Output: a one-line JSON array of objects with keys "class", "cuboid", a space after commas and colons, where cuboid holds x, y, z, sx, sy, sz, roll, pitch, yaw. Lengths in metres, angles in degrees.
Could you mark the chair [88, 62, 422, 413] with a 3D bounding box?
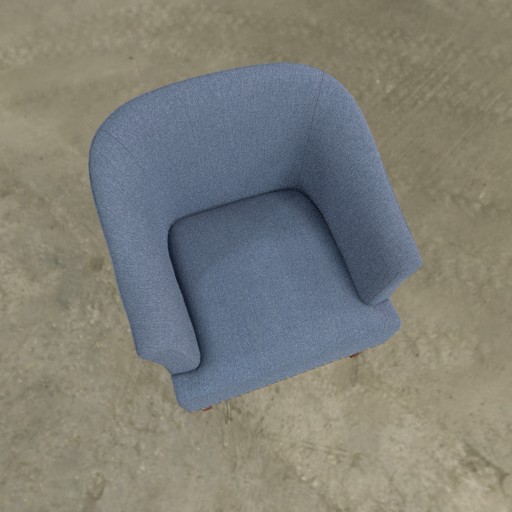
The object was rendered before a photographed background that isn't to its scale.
[{"class": "chair", "cuboid": [0.000, 0.000, 1.364, 0.772, 0.815, 0.704, -18, 64, -9]}]
